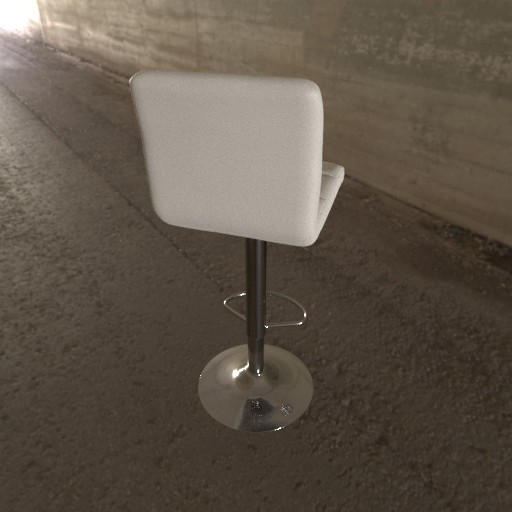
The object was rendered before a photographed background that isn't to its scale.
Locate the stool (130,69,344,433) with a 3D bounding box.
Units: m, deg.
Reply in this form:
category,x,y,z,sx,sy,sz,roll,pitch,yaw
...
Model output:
category,x,y,z,sx,sy,sz,roll,pitch,yaw
stool,0.000,0.000,1.357,0.430,1.115,0.505,10,33,16
